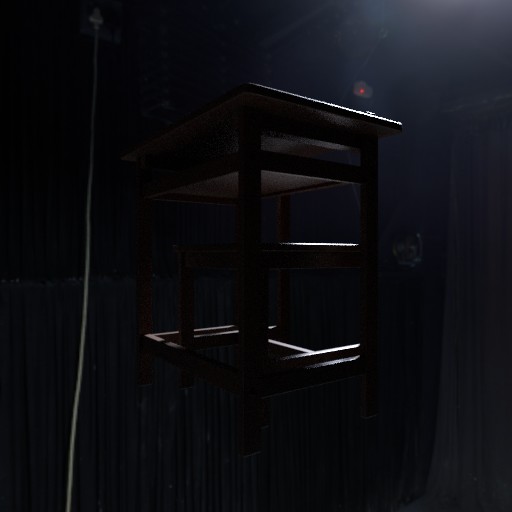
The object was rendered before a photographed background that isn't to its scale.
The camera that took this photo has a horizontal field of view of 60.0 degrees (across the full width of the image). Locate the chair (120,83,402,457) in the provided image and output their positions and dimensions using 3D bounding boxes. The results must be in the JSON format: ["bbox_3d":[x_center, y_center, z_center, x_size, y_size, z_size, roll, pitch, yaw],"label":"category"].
[{"bbox_3d":[0.000,0.000,1.058,0.463,0.673,0.599,0,0,-35],"label":"chair"}]
